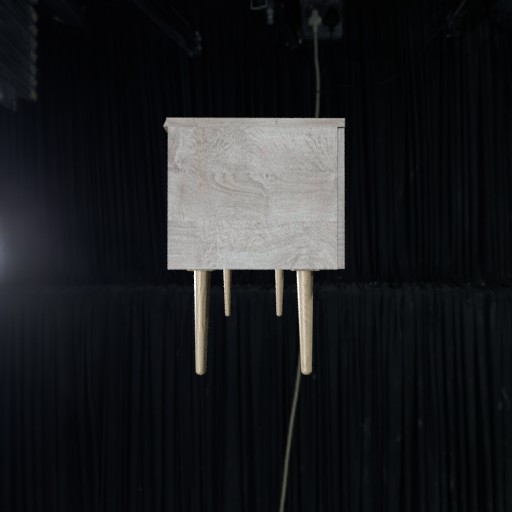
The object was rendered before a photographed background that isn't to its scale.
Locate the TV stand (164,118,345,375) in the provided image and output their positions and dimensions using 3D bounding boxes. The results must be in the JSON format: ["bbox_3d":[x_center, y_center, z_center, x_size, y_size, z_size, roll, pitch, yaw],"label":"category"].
[{"bbox_3d":[0.000,0.000,1.585,0.401,0.565,1.313,0,-1,0],"label":"TV stand"}]
